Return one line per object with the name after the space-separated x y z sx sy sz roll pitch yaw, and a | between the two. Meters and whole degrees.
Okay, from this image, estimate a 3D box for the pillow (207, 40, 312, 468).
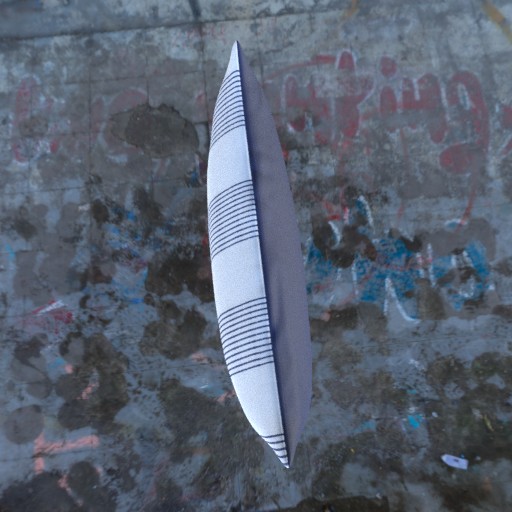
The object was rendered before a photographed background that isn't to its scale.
0.000 0.000 0.734 0.151 0.287 0.610 -6 75 -2 | pillow
